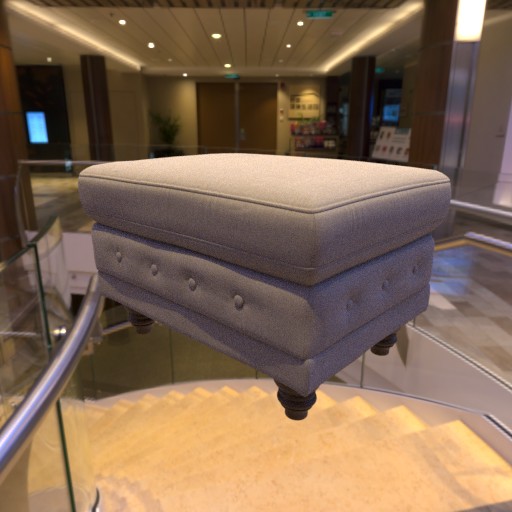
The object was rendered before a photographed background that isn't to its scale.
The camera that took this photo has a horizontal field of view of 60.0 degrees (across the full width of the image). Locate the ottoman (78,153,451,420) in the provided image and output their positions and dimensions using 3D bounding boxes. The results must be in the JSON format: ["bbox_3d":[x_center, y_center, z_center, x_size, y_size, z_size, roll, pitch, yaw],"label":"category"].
[{"bbox_3d":[0.000,0.000,1.156,0.771,0.500,0.569,15,22,41],"label":"ottoman"}]
